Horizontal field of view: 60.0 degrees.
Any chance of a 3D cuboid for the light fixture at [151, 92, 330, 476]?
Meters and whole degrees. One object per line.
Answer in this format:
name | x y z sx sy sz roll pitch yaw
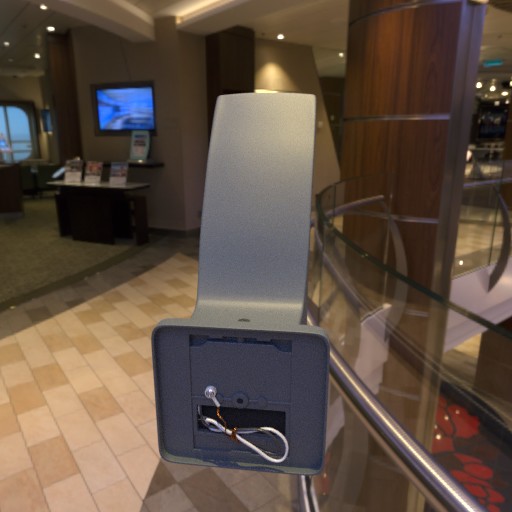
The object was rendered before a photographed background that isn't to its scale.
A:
light fixture | 0.000 0.000 0.334 0.108 0.243 0.174 2 16 7
